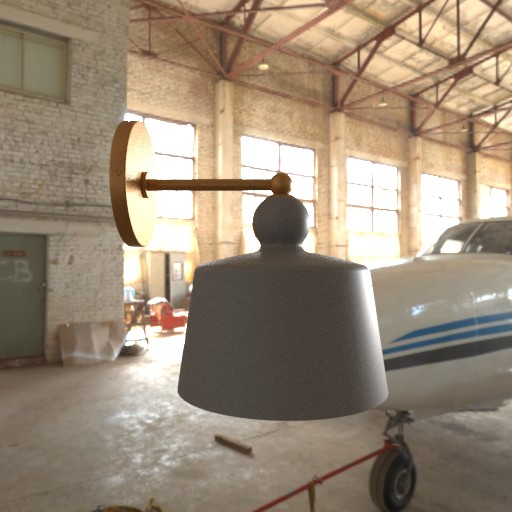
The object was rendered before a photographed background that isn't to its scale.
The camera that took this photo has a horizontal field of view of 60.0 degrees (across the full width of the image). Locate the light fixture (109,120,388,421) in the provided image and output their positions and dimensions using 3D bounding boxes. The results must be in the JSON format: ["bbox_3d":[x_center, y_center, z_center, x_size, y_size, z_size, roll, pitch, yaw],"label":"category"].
[{"bbox_3d":[0.000,0.000,0.444,0.254,0.268,0.204,0,-1,1],"label":"light fixture"}]
